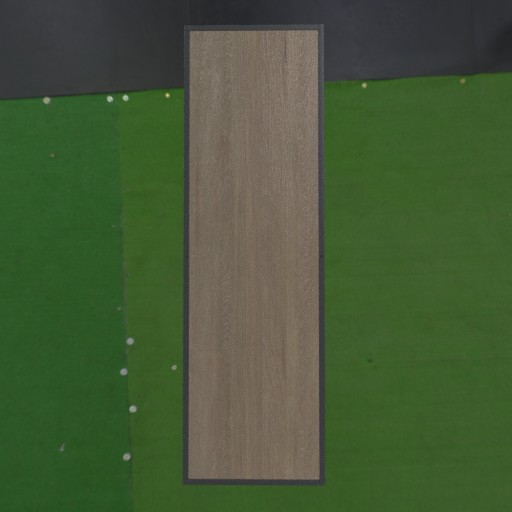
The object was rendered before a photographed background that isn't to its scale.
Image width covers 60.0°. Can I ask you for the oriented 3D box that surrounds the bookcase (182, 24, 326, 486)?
[{"bbox_3d":[0.000,0.000,1.485,0.350,0.780,1.140,0,89,1],"label":"bookcase"}]
